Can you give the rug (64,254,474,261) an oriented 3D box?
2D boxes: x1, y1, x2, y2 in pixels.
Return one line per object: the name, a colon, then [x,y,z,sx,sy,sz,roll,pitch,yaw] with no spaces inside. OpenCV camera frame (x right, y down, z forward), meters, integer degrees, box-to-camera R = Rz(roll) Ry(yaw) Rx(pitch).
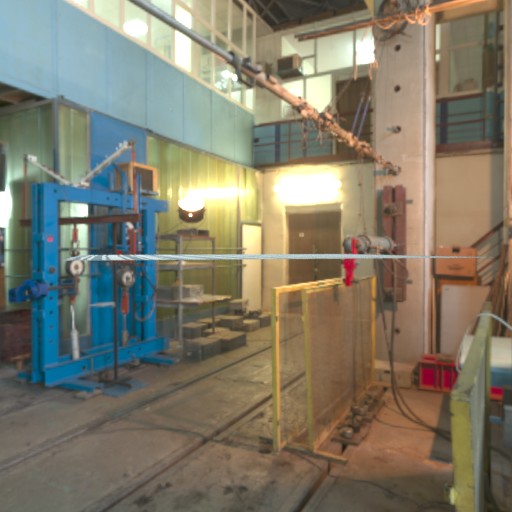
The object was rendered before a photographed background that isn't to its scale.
rug: [0.000,0.000,4.186,3.201,0.005,2.439,0,1,-18]
